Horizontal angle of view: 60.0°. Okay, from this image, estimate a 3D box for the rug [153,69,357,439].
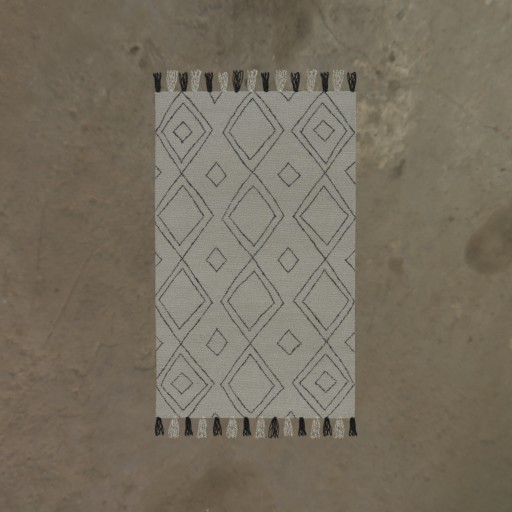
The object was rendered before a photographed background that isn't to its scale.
[{"bbox_3d":[0.000,0.000,3.304,1.524,0.021,2.755,0,91,0],"label":"rug"}]
